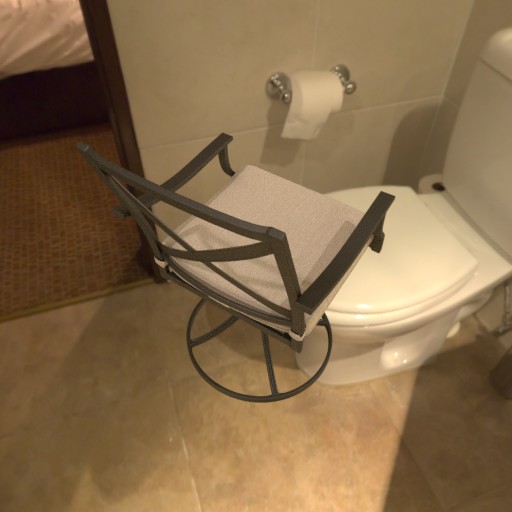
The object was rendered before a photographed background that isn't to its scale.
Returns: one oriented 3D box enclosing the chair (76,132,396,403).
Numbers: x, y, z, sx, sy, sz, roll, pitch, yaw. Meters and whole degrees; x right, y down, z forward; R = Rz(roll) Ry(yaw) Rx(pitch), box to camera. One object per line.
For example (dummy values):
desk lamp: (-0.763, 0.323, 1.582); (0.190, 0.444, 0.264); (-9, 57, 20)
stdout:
chair: (0.000, 0.000, 1.290); (0.575, 0.889, 0.620); (26, 52, 22)
